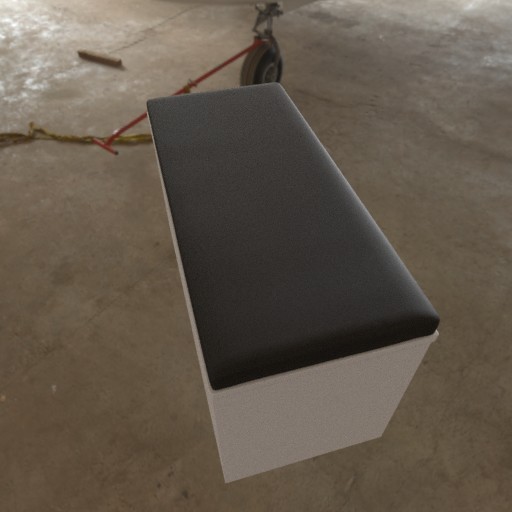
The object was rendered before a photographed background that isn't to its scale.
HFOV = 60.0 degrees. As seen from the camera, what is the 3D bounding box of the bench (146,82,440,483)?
[{"bbox_3d":[0.000,0.000,1.166,0.401,0.500,0.899,-12,48,-11],"label":"bench"}]
